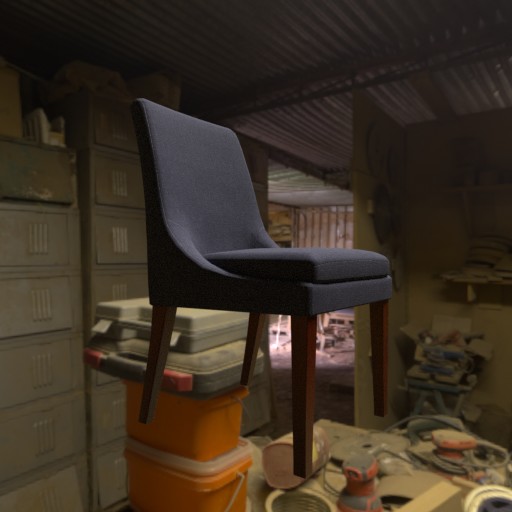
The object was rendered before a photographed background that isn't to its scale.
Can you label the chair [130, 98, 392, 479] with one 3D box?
[{"bbox_3d":[0.000,0.000,1.324,0.655,0.952,0.508,0,0,37],"label":"chair"}]
